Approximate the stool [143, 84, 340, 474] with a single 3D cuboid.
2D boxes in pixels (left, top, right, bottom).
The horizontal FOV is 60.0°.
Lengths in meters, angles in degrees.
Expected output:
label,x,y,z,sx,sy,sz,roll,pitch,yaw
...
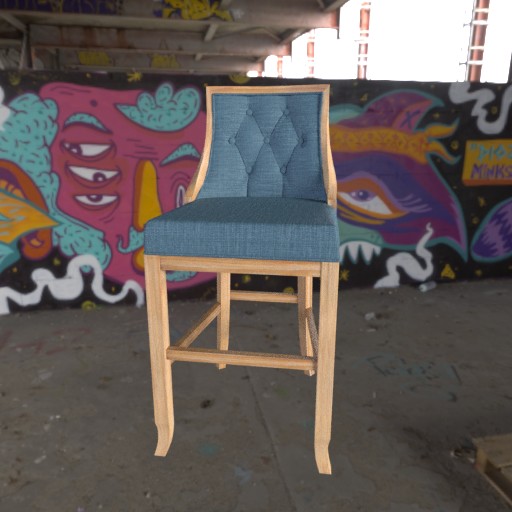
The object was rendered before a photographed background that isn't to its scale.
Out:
label,x,y,z,sx,sy,sz,roll,pitch,yaw
stool,0.000,0.000,1.450,0.524,1.101,0.626,2,15,8
